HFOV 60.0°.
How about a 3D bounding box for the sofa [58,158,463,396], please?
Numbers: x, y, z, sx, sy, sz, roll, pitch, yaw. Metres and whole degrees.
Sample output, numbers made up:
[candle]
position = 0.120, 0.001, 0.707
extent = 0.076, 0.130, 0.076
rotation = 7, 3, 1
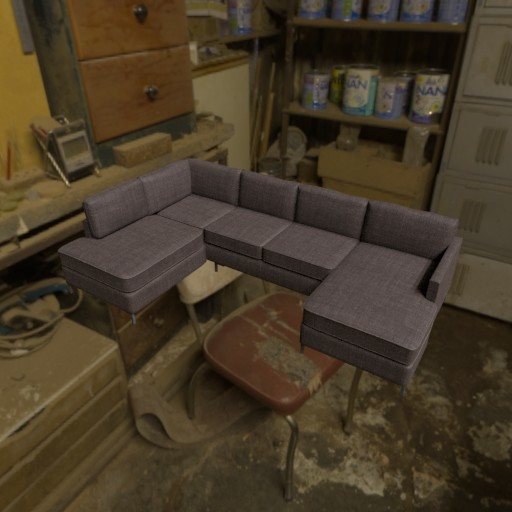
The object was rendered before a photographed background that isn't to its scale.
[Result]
[sofa]
position = 0.000, 0.000, 4.353
extent = 3.423, 0.999, 2.048
rotation = 18, 36, 28
